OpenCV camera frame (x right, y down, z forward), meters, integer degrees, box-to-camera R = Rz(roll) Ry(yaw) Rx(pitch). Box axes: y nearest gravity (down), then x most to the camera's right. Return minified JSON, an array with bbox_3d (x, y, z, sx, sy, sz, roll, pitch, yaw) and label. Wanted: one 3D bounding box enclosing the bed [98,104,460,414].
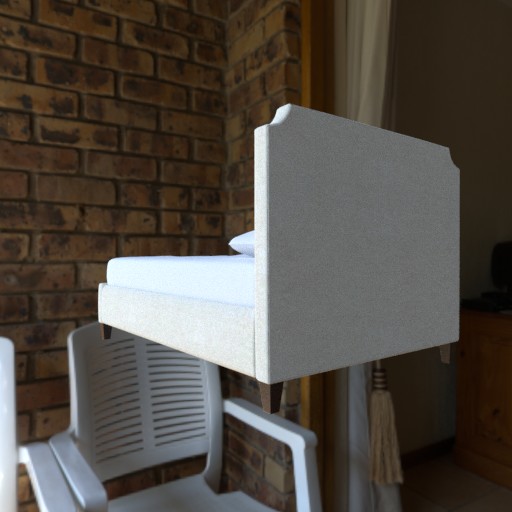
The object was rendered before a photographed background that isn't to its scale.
[{"bbox_3d":[0.000,0.000,3.465,1.713,1.457,2.381,0,0,-38],"label":"bed"}]
